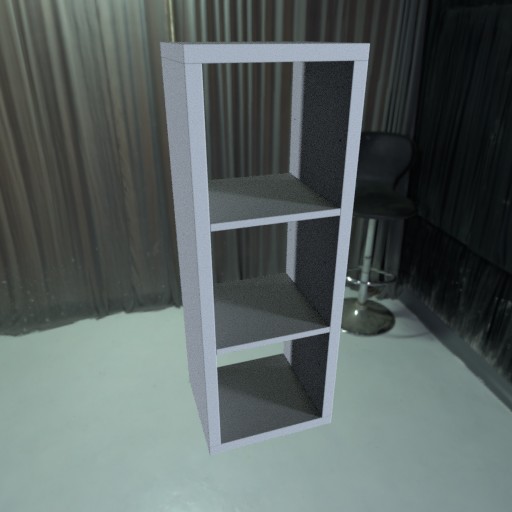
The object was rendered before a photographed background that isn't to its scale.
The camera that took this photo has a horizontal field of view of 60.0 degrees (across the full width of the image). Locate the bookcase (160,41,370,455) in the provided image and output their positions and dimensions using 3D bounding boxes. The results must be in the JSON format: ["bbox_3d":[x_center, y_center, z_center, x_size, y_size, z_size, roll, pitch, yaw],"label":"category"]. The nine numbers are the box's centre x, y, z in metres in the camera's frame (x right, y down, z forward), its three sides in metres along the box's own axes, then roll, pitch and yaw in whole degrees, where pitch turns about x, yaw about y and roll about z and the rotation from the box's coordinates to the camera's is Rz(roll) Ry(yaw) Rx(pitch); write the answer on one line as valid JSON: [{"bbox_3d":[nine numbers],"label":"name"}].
[{"bbox_3d":[0.000,0.000,1.245,0.390,1.080,0.330,-8,28,-16],"label":"bookcase"}]
